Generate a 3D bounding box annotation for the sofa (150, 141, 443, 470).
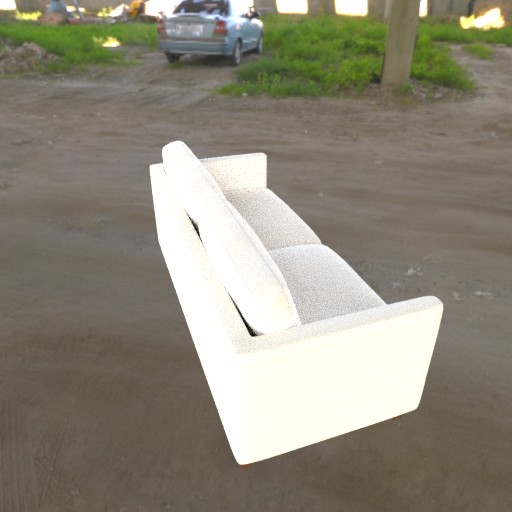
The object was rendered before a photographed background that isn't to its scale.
[{"bbox_3d":[0.000,0.000,2.636,0.924,0.933,2.139,-10,32,-17],"label":"sofa"}]
